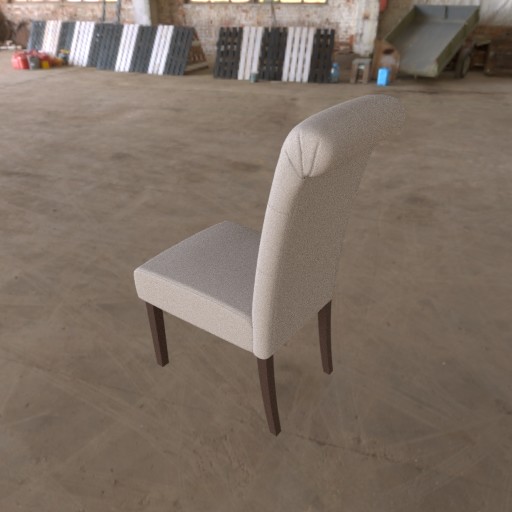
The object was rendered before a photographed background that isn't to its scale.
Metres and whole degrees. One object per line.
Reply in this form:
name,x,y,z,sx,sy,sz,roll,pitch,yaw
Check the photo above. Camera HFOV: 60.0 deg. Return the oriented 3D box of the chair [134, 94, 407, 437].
chair,0.000,0.000,1.391,0.671,1.006,0.456,22,38,32
